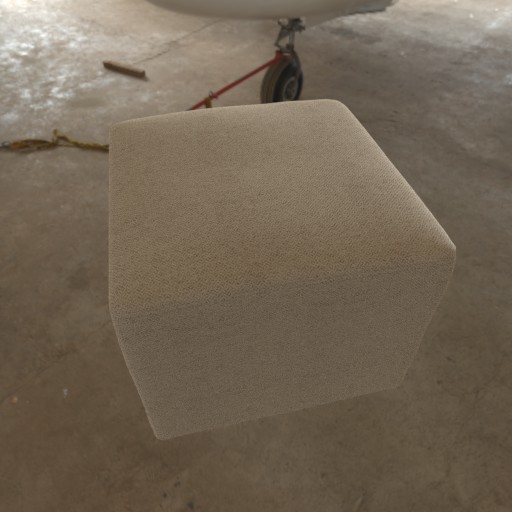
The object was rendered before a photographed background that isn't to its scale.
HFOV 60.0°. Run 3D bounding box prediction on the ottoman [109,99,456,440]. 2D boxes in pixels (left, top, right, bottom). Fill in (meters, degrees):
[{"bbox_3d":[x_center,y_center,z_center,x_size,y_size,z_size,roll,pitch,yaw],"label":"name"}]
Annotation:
[{"bbox_3d":[0.000,0.000,0.911,0.512,0.453,0.521,-9,46,-9],"label":"ottoman"}]
